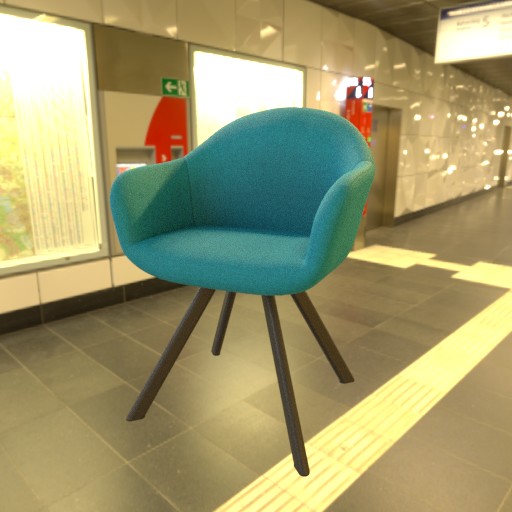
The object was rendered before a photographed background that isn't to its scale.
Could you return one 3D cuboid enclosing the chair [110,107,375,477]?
[{"bbox_3d":[0.000,0.000,1.186,0.590,0.795,0.550,6,15,24],"label":"chair"}]
